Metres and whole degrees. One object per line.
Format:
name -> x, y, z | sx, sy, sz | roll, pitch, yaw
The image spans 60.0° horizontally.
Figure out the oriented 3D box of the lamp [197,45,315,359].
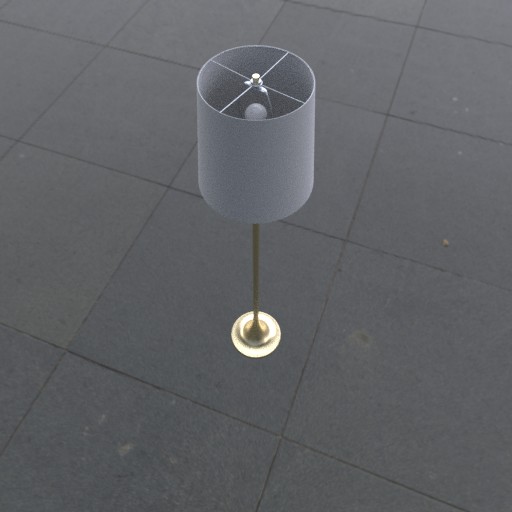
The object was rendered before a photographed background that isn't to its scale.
lamp -> 0.000, 0.000, 1.667 | 0.337, 1.543, 0.337 | 0, 58, 0
